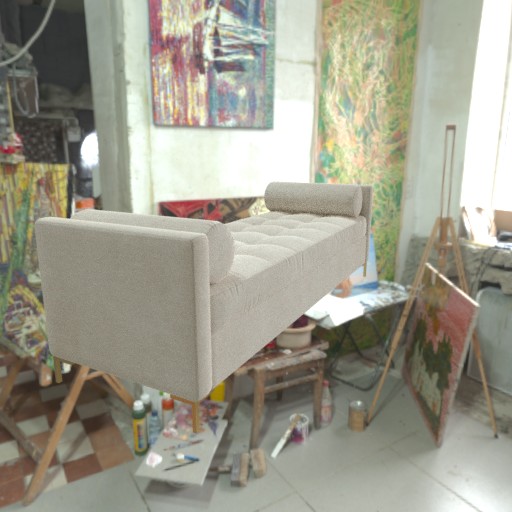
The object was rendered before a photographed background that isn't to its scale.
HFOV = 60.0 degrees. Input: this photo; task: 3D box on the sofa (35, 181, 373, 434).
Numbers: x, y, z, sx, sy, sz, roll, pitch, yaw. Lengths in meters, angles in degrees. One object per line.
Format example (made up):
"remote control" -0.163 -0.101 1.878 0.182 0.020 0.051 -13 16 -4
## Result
"sofa" 0.000 0.000 2.286 0.686 0.635 1.981 7 16 28
